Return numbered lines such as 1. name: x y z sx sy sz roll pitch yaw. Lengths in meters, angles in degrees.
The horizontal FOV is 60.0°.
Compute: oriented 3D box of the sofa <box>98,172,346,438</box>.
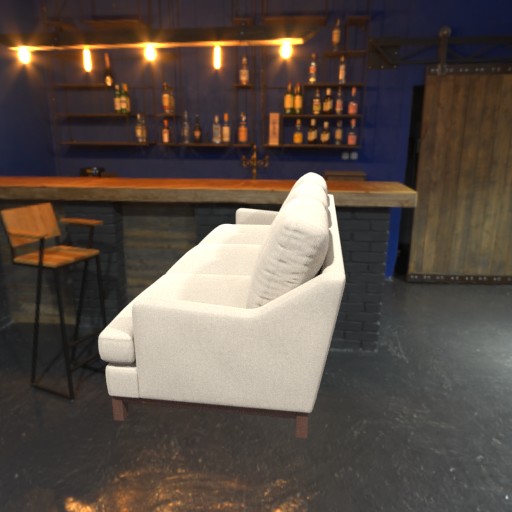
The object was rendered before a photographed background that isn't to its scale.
1. sofa: 0.000 0.000 2.836 1.000 0.913 2.321 2 16 8
